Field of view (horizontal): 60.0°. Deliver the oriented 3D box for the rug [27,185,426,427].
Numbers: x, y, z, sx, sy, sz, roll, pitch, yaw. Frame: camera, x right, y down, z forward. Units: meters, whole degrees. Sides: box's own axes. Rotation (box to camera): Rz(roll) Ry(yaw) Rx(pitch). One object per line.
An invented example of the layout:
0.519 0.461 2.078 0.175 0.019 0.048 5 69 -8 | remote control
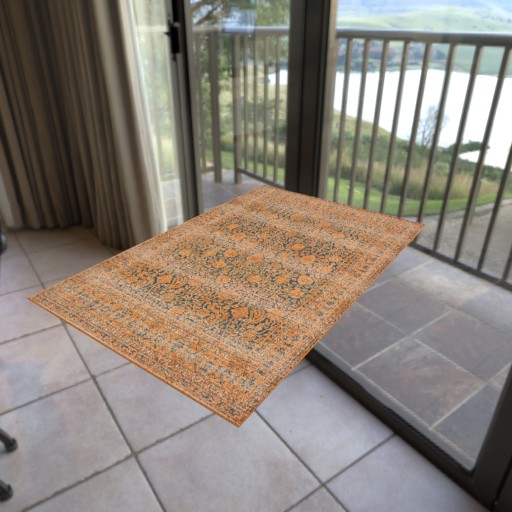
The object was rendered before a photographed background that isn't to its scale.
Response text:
0.000 0.000 2.957 1.525 0.007 2.336 19 34 31 | rug
